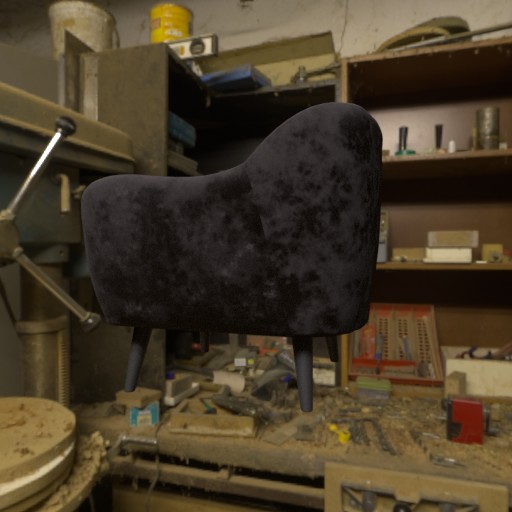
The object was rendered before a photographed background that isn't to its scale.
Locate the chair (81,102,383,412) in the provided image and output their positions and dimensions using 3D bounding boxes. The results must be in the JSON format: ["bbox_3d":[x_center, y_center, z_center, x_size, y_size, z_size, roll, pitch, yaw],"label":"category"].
[{"bbox_3d":[0.000,0.000,1.494,0.819,0.807,0.840,0,1,18],"label":"chair"}]
